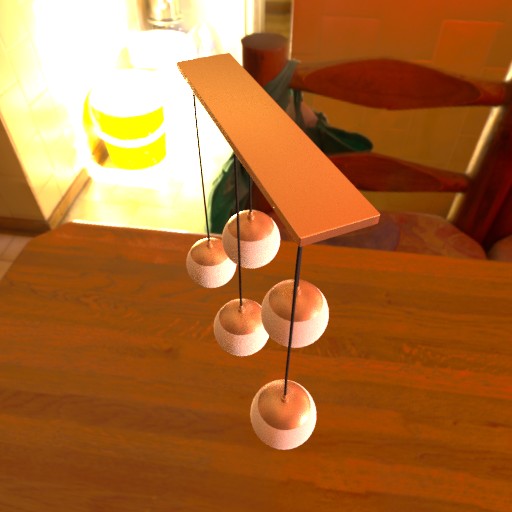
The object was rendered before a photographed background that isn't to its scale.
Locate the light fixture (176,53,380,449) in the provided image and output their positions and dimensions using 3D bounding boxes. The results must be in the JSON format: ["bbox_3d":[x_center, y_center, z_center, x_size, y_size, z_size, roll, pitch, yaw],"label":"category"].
[{"bbox_3d":[0.000,0.000,1.307,0.299,0.869,0.863,-17,48,-16],"label":"light fixture"}]
